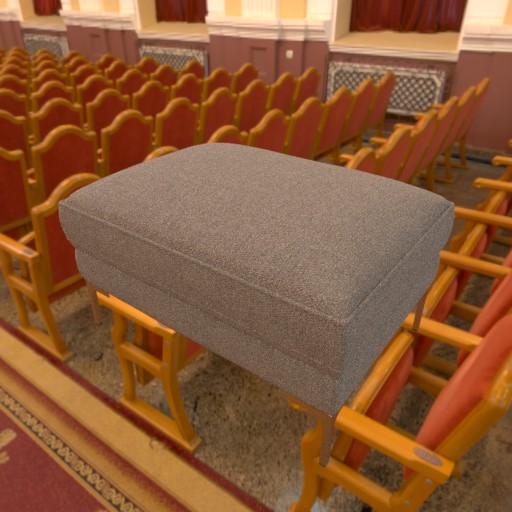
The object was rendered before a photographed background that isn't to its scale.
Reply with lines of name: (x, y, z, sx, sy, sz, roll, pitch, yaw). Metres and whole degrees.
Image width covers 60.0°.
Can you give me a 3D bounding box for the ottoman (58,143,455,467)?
ottoman: (0.000, 0.000, 1.144, 0.785, 0.464, 0.583, 21, 36, 31)
